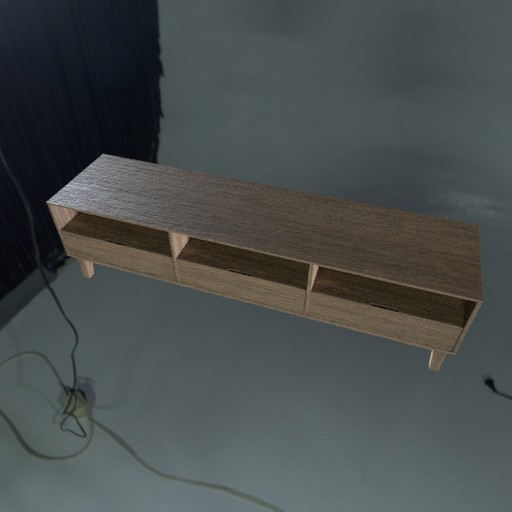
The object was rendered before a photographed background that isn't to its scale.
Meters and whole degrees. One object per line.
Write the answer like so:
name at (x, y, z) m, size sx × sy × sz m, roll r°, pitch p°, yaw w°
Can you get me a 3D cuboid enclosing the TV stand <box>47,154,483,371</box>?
TV stand at (0.000, 0.000, 1.697) m, size 1.482 × 0.409 × 0.366 m, roll 13°, pitch 44°, yaw 14°
